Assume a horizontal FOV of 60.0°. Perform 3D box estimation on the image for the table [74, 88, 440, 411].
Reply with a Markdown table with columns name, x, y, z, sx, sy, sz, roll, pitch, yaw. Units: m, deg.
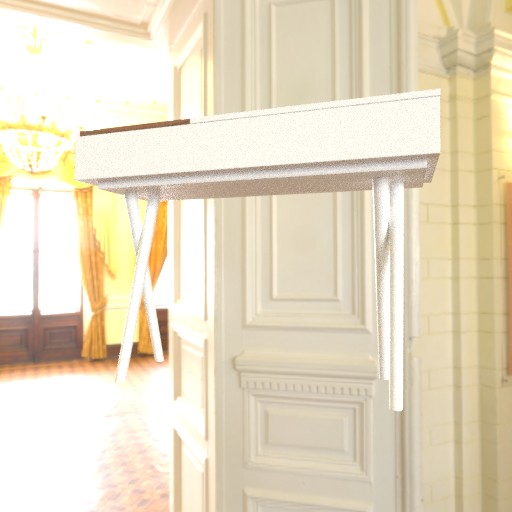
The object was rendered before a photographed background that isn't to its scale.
| name | x | y | z | sx | sy | sz | roll | pitch | yaw |
| --- | --- | --- | --- | --- | --- | --- | --- | --- | --- |
| table | 0.000 | 0.000 | 1.415 | 1.066 | 0.785 | 0.418 | 0 | -1 | 19 |
